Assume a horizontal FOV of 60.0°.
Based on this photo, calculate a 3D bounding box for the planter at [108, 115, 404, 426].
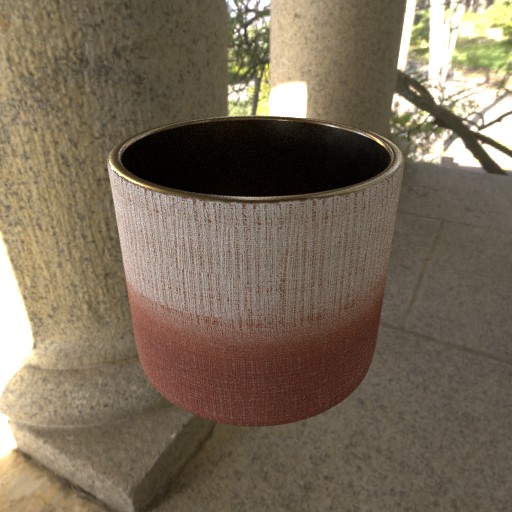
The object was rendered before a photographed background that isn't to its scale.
[{"bbox_3d":[0.000,0.000,0.440,0.254,0.221,0.254,0,30,0],"label":"planter"}]
